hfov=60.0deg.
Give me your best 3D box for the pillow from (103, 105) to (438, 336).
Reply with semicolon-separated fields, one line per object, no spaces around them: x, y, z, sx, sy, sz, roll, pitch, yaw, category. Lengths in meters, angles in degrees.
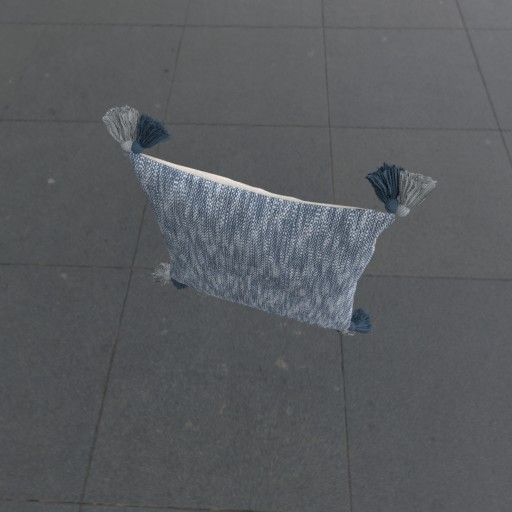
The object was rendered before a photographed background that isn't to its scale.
0.000;0.000;0.952;0.614;0.634;0.138;15;60;9;pillow
